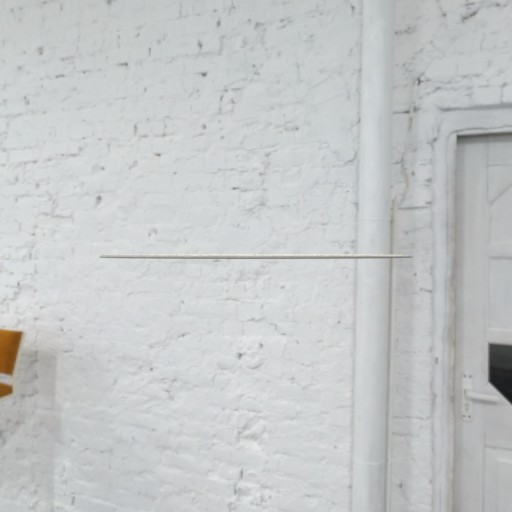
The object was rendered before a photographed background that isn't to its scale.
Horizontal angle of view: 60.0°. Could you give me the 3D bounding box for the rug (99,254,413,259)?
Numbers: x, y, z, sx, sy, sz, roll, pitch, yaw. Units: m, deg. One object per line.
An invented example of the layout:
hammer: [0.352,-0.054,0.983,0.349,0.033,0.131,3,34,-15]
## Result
rug: [0.000,0.000,2.389,1.593,0.012,1.593,0,0,0]
